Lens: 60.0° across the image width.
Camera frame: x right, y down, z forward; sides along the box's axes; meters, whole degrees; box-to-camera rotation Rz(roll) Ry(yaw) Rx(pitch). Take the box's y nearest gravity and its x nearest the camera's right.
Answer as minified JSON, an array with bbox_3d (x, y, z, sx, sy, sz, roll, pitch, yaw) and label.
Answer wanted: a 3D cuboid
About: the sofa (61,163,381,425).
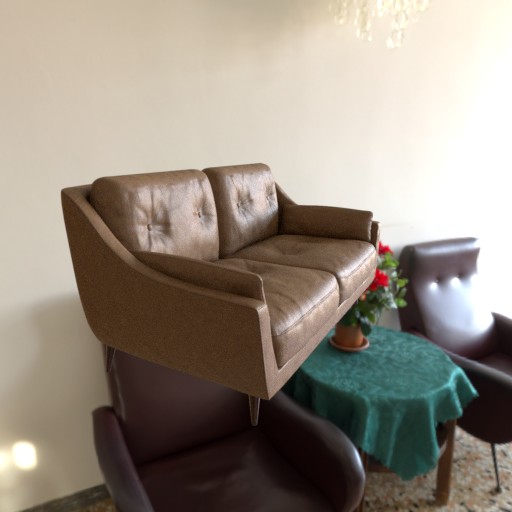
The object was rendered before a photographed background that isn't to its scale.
[{"bbox_3d":[0.000,0.000,2.315,0.981,0.886,1.731,7,16,26],"label":"sofa"}]
